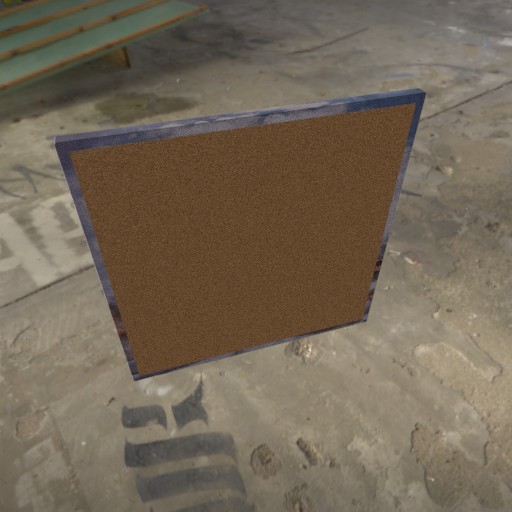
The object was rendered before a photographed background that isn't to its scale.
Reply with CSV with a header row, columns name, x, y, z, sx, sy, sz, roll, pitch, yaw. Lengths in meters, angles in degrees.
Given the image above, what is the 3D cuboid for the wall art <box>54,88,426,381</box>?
name,x,y,z,sx,sy,sz,roll,pitch,yaw
wall art,0.000,0.000,1.328,0.888,0.897,0.035,-12,44,-13
